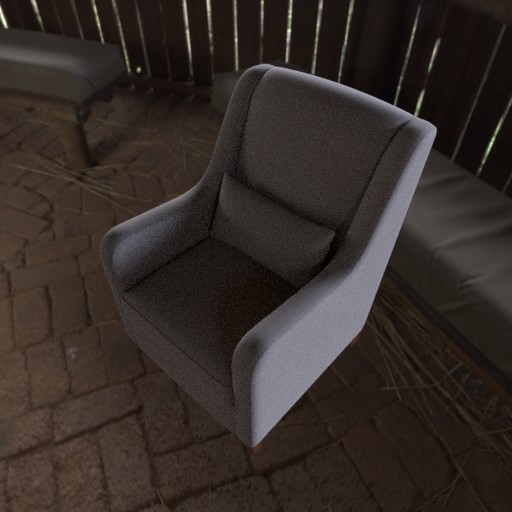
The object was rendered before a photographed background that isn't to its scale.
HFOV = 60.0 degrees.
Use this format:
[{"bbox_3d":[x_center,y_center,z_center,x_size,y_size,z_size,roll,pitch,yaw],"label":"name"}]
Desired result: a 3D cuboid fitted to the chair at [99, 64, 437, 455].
[{"bbox_3d":[0.000,0.000,1.601,0.715,1.010,0.863,33,54,28],"label":"chair"}]
